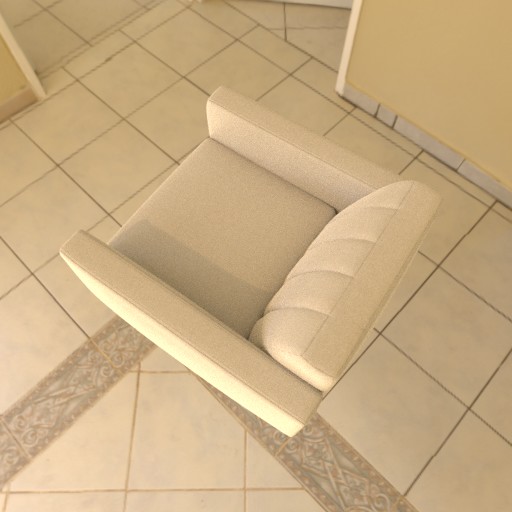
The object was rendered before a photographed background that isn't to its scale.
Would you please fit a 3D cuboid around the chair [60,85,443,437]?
[{"bbox_3d":[0.000,0.000,1.701,0.998,0.819,0.953,32,68,14],"label":"chair"}]
